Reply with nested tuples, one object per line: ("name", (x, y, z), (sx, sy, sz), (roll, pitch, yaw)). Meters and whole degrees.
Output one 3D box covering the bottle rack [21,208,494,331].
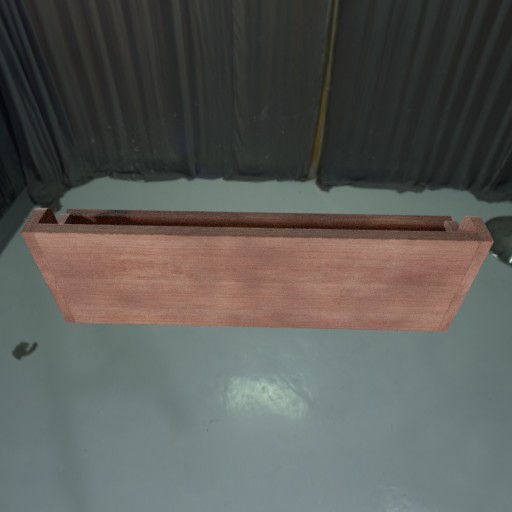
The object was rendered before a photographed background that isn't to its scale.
("bottle rack", (0.000, 0.000, 0.683), (0.608, 0.196, 0.126), (1, 45, 1))
